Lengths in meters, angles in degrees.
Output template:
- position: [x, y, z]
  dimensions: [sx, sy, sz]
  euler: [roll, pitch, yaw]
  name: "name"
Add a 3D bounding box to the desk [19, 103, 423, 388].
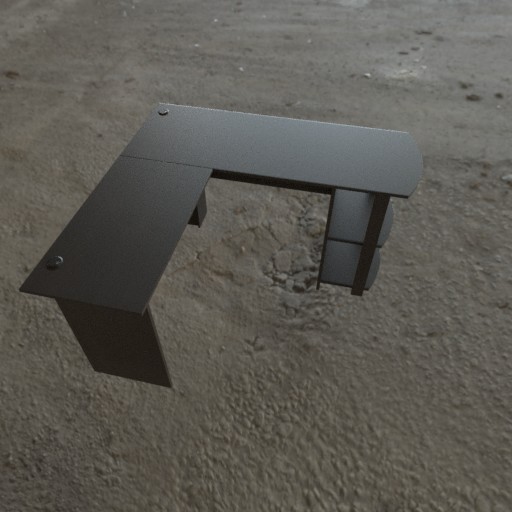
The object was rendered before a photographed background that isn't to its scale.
- position: [0.000, 0.000, 2.098]
  dimensions: [1.361, 0.716, 1.303]
  euler: [10, 48, 9]
  name: "desk"
